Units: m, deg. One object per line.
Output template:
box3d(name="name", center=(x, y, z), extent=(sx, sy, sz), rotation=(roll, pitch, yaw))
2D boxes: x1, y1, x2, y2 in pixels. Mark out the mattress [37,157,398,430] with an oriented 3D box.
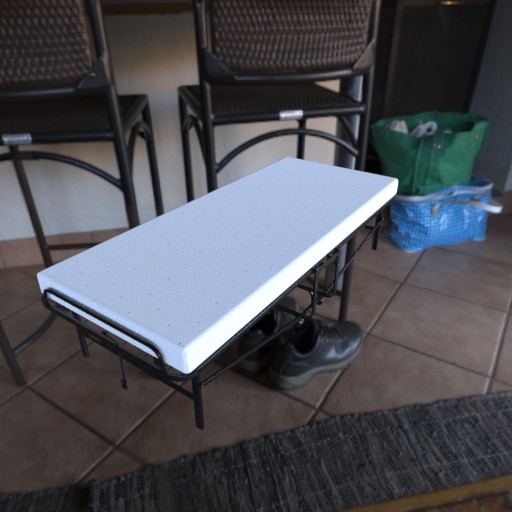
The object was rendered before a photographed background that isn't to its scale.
box3d(name="mattress", center=(0.000, 0.000, 2.564), extent=(0.922, 0.519, 2.153), rotation=(19, 35, 30))
